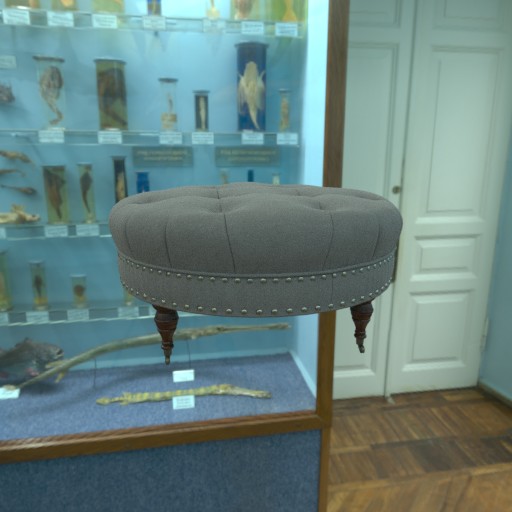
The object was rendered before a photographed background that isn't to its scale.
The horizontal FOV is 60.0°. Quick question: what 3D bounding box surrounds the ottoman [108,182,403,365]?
[{"bbox_3d":[0.000,0.000,1.429,0.901,0.439,0.901,0,13,0],"label":"ottoman"}]
